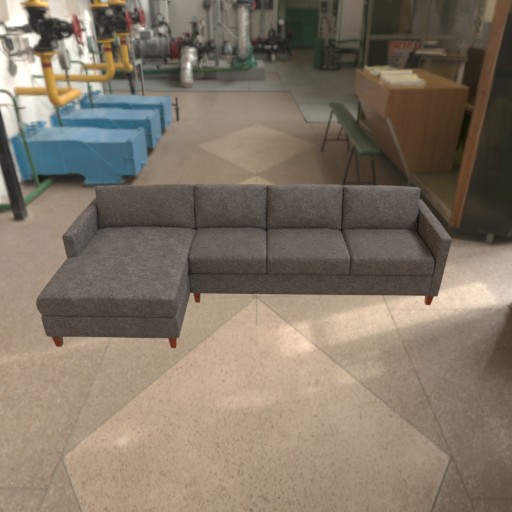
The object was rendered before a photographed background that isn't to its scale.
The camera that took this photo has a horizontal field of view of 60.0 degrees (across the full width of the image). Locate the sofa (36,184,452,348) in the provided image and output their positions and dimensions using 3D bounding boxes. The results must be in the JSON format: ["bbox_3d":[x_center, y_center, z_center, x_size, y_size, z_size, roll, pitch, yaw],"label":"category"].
[{"bbox_3d":[0.000,0.000,4.151,3.471,0.954,1.606,1,30,1],"label":"sofa"}]
